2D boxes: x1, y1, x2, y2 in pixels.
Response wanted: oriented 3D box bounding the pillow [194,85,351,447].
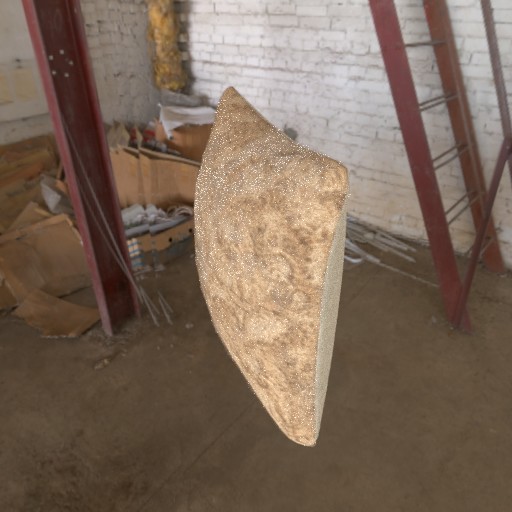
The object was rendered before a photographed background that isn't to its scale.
[{"bbox_3d":[0.000,0.000,0.825,0.216,0.525,0.538,-9,32,-14],"label":"pillow"}]
